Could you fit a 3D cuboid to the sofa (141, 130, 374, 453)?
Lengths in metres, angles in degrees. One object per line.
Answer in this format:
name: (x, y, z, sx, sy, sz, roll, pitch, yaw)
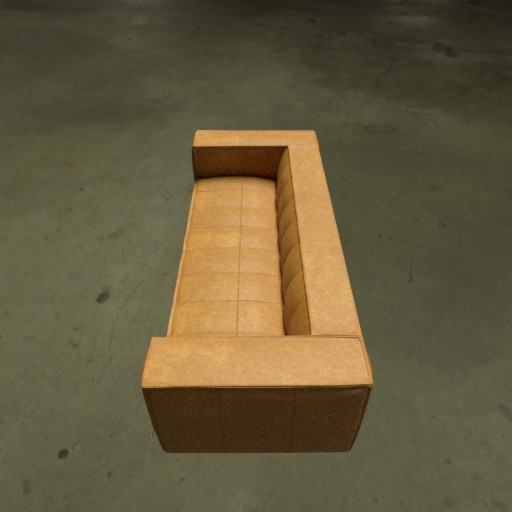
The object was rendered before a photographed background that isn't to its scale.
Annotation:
sofa: (0.000, 0.000, 3.123, 1.102, 0.701, 2.581, 0, 41, 0)
